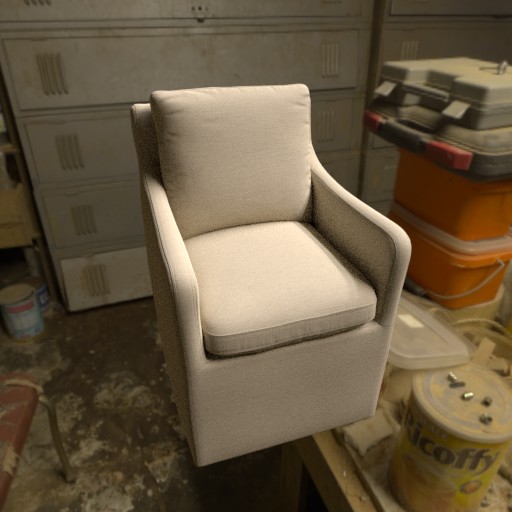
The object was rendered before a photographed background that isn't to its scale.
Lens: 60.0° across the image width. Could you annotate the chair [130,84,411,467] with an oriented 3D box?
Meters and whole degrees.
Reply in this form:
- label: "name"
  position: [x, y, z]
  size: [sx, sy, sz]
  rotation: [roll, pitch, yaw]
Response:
- label: "chair"
  position: [0.000, 0.000, 1.350]
  size: [0.626, 0.914, 0.694]
  rotation: [-9, 31, -16]
